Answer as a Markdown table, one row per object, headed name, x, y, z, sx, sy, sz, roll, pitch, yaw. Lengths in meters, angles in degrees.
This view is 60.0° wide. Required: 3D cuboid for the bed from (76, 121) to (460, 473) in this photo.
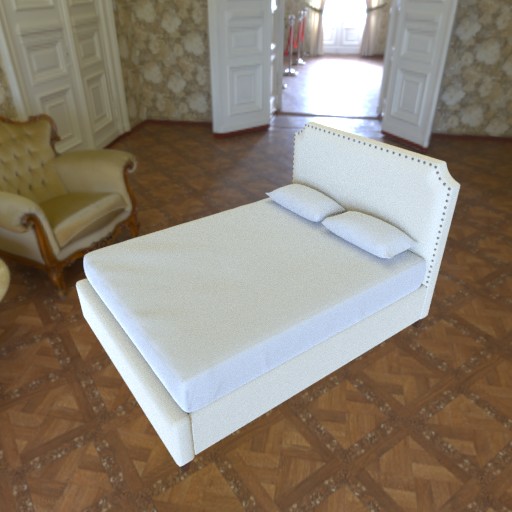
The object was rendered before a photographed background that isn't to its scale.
| name | x | y | z | sx | sy | sz | roll | pitch | yaw |
| --- | --- | --- | --- | --- | --- | --- | --- | --- | --- |
| bed | 0.000 | 0.000 | 3.398 | 2.329 | 1.415 | 1.703 | -21 | 37 | -30 |
